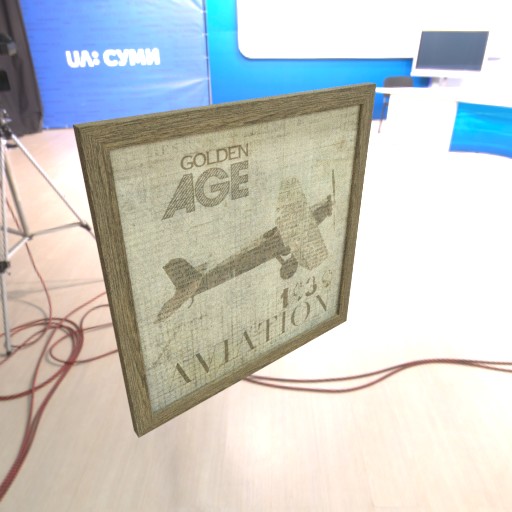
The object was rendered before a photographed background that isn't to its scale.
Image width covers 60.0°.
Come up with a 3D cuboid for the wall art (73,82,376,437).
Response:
[{"bbox_3d":[0.000,0.000,0.752,0.508,0.508,0.019,-21,36,-32],"label":"wall art"}]
